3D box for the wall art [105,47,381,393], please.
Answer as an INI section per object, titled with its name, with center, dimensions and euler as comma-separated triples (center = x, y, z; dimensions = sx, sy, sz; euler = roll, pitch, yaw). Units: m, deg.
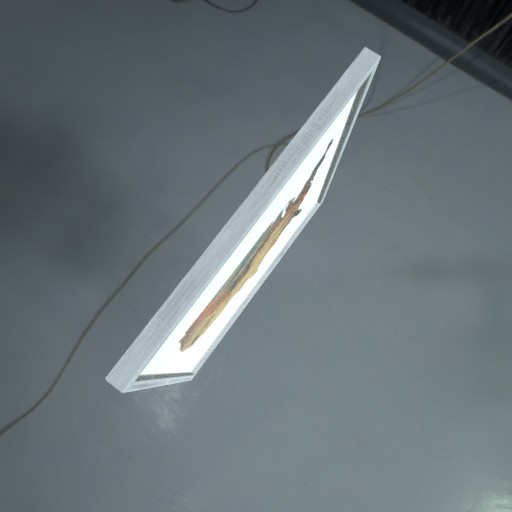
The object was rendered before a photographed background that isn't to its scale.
[wall art]
center = 0.000, 0.000, 0.454
dimensions = 0.015, 0.303, 0.303
euler = 35, 78, 8
